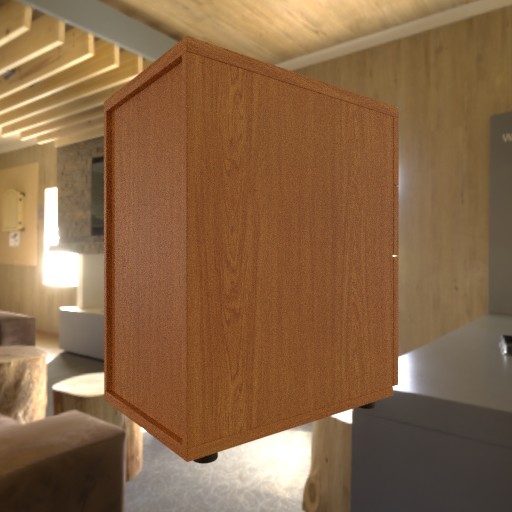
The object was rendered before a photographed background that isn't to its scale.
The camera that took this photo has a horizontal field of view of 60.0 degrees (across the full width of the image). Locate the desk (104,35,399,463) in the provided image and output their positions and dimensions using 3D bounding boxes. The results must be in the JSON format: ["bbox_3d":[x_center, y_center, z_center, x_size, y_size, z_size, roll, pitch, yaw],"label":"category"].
[{"bbox_3d":[0.000,0.000,1.075,0.600,0.730,0.404,0,0,-38],"label":"desk"}]
